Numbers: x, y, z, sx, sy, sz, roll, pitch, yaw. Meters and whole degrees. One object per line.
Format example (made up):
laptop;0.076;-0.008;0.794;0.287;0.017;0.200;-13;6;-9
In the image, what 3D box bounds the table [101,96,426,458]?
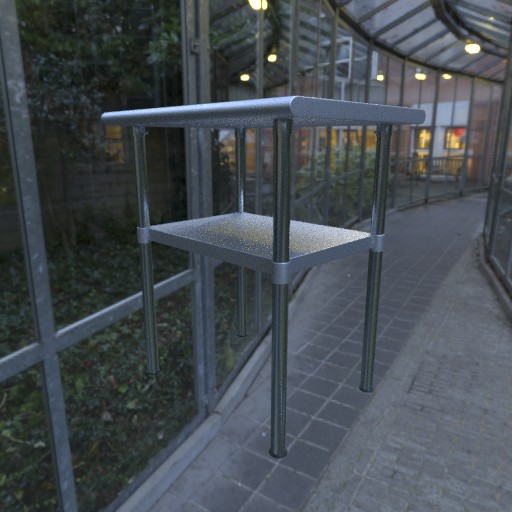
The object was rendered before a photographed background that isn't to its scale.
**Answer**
table;0.000;0.000;1.407;0.762;0.876;0.584;14;20;43
